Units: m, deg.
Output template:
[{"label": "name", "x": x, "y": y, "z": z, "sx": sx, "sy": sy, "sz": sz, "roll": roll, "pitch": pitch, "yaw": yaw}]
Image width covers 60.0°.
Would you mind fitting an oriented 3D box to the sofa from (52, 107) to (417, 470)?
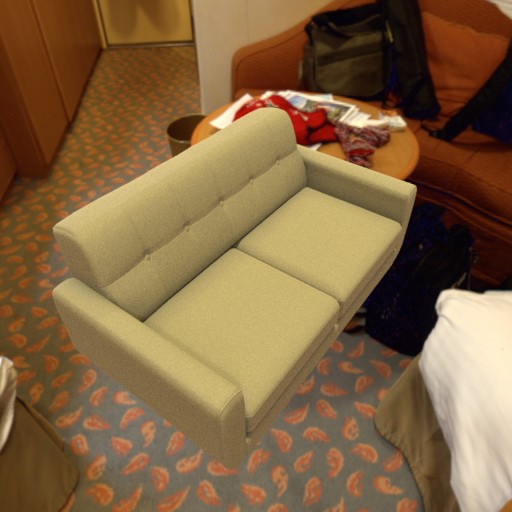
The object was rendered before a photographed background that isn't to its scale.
[{"label": "sofa", "x": 0.000, "y": 0.000, "z": 2.207, "sx": 0.980, "sy": 0.892, "sz": 1.655, "roll": 26, "pitch": 48, "yaw": 26}]
